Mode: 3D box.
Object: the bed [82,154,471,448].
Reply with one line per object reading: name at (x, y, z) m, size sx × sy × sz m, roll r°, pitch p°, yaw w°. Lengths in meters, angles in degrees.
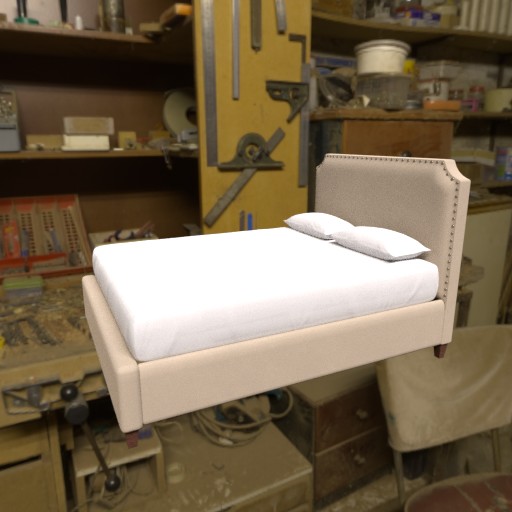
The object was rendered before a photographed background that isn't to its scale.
bed at (0.000, 0.000, 3.298) m, size 2.329 × 1.415 × 1.703 m, roll -7°, pitch 16°, yaw -25°
